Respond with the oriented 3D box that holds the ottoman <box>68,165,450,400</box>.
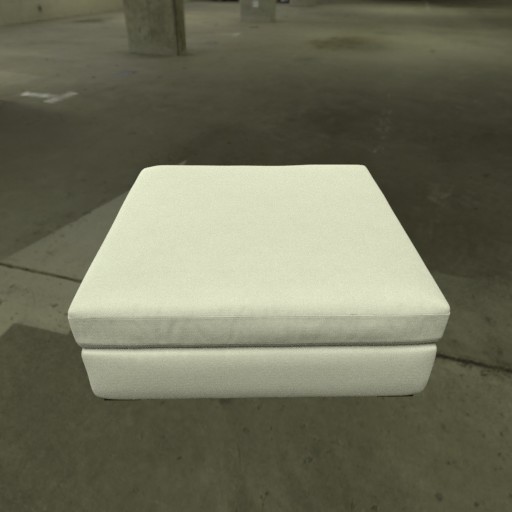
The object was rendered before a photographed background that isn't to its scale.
[{"bbox_3d":[0.000,0.000,1.854,1.163,0.482,1.167,-1,33,-1],"label":"ottoman"}]
